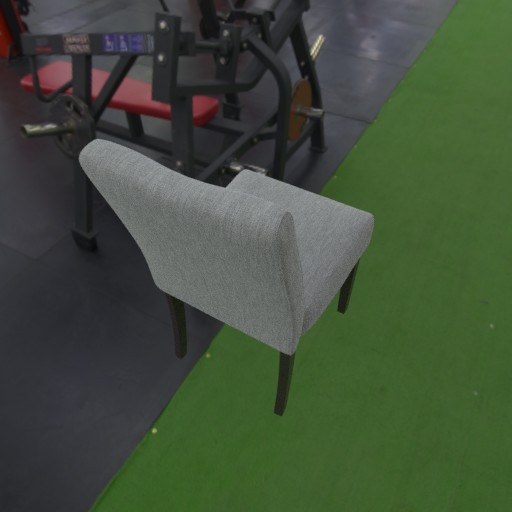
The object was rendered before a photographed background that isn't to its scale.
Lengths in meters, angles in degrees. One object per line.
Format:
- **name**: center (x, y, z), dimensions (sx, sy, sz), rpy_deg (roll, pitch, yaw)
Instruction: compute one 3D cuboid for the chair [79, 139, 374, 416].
- **chair**: center (0.000, 0.000, 1.248), dimensions (0.487, 0.884, 0.629), rpy_deg (24, 51, 21)
